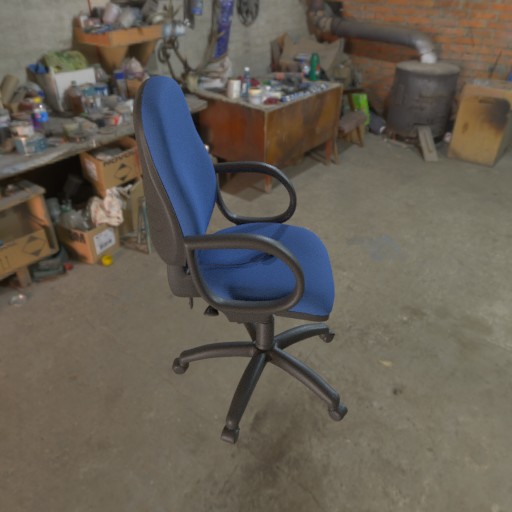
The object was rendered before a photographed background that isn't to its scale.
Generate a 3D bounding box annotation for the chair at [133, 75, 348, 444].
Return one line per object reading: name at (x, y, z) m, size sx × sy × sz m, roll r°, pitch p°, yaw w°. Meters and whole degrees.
chair at (0.000, 0.000, 1.205) m, size 0.549 × 0.905 × 0.552 m, roll 1°, pitch 33°, yaw 2°
